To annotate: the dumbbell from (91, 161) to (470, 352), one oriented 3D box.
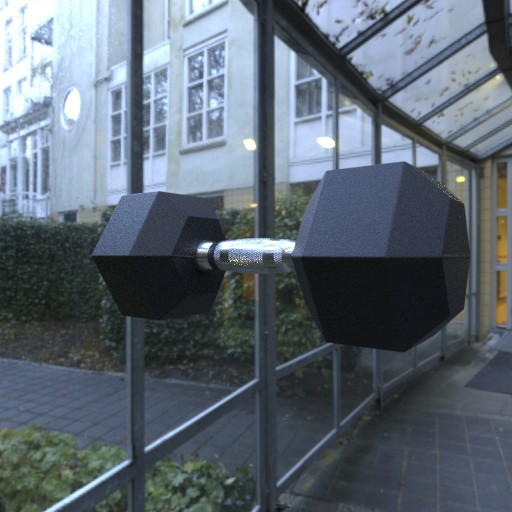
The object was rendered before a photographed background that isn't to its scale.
[{"bbox_3d":[0.000,0.000,0.398,0.337,0.123,0.142,0,0,36],"label":"dumbbell"}]
